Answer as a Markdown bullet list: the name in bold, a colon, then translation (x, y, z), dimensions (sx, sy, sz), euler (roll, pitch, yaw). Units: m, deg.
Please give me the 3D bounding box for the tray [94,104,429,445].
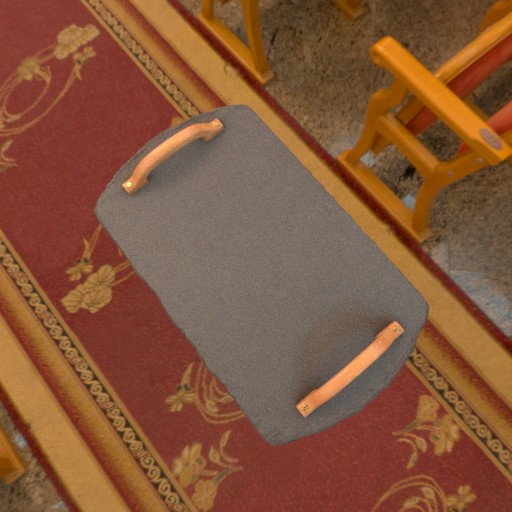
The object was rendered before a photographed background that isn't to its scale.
- **tray**: translation (0.000, 0.000, 0.489), dimensions (0.231, 0.062, 0.387), euler (-38, 78, -9)
